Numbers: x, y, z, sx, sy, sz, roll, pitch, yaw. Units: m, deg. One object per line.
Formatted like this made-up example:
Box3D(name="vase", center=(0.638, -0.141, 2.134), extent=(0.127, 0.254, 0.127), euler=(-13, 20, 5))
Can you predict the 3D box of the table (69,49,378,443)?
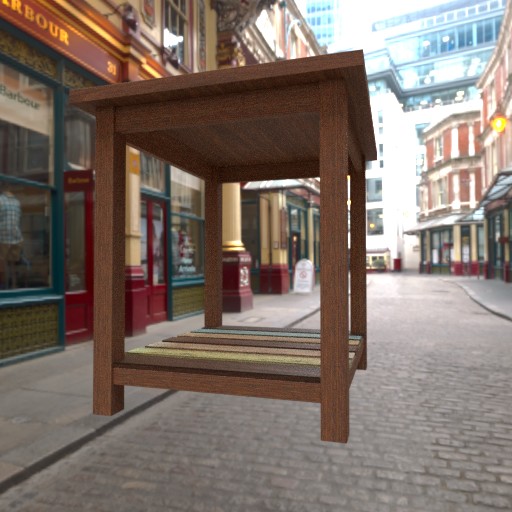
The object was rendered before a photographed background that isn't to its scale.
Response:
Box3D(name="table", center=(0.000, 0.000, 1.090), extent=(0.559, 0.635, 0.660), euler=(0, -1, 17))
